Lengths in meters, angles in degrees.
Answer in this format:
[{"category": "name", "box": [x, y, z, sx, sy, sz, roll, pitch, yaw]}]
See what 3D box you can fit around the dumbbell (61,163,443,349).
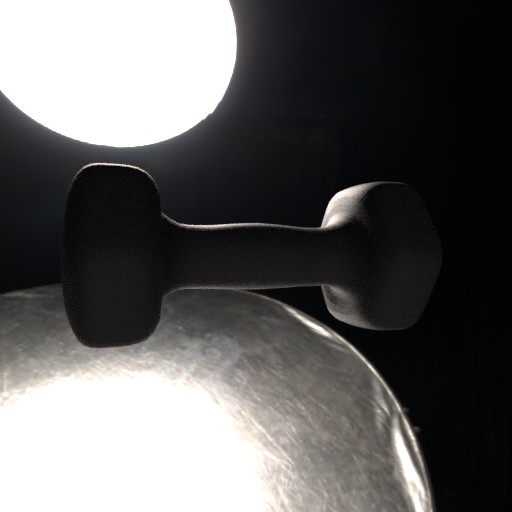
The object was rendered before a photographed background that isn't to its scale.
[{"category": "dumbbell", "box": [0.000, 0.000, 0.299, 0.240, 0.105, 0.116, 0, 0, -19]}]
